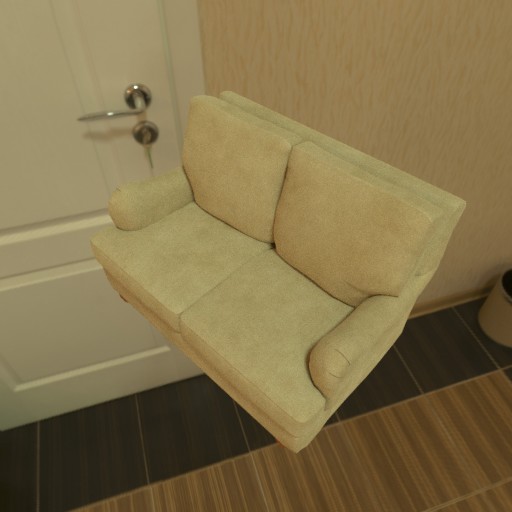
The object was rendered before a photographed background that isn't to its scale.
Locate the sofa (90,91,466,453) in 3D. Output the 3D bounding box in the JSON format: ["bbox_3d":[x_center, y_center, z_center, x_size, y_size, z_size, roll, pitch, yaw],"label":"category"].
[{"bbox_3d":[0.000,0.000,2.245,1.498,1.087,1.086,34,56,28],"label":"sofa"}]
